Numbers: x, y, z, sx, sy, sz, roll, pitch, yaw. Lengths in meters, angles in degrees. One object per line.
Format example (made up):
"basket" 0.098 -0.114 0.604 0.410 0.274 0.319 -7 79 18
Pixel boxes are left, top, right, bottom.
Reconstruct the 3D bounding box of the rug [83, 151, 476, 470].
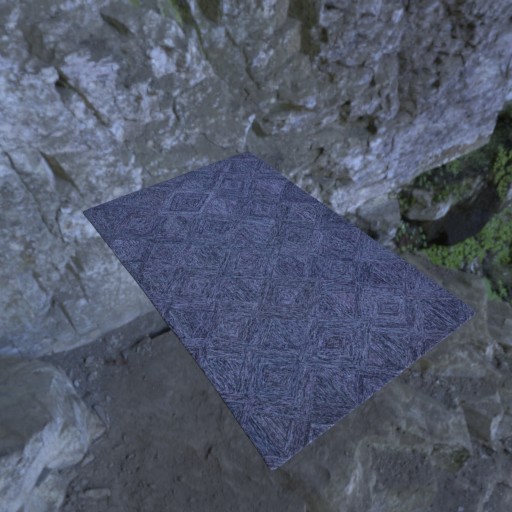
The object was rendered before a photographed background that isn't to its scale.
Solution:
"rug" 0.000 0.000 2.222 1.158 0.013 1.752 -26 49 -26
